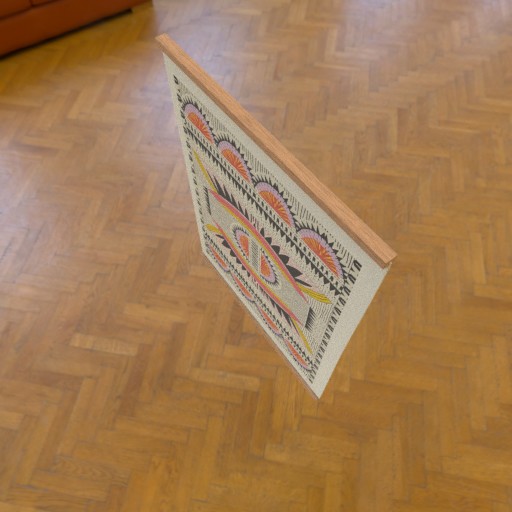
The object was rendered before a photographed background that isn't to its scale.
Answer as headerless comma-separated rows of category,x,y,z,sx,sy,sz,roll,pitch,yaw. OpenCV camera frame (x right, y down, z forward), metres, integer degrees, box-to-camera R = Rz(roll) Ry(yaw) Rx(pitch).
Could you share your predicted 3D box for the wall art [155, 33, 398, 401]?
wall art,0.000,0.000,1.328,0.028,1.016,0.765,-33,65,-18
